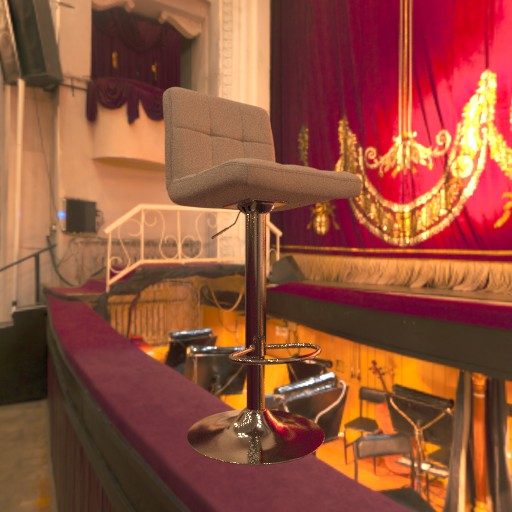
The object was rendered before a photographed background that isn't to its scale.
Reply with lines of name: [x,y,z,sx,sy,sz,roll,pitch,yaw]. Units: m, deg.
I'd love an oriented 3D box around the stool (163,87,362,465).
stool: [0.000,0.000,1.382,0.430,1.115,0.505,0,0,-36]
